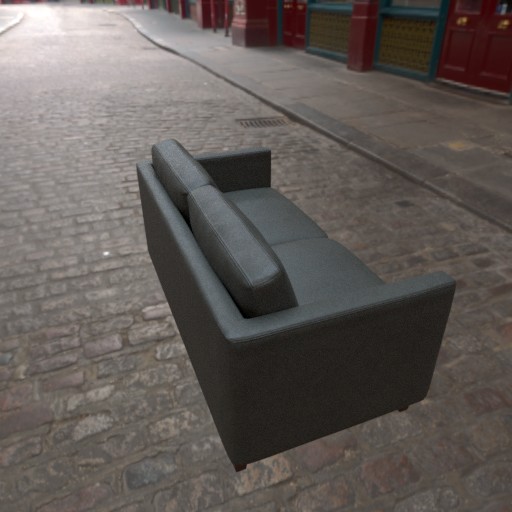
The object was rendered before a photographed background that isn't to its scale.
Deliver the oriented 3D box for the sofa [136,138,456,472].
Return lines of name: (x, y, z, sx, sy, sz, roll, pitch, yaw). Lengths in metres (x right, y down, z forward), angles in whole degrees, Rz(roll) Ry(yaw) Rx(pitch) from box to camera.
sofa: (0.000, 0.000, 2.403, 0.951, 0.933, 1.883, -12, 32, -19)
